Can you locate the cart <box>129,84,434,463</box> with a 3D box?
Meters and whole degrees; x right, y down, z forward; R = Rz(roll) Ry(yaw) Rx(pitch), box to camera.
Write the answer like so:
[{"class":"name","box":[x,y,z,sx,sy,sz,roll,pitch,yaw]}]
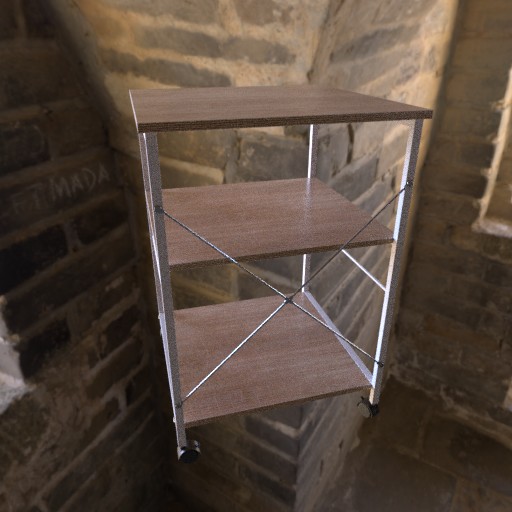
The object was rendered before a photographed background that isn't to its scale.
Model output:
[{"class":"cart","box":[0.000,0.000,1.128,0.521,0.762,0.520,-7,27,-14]}]
